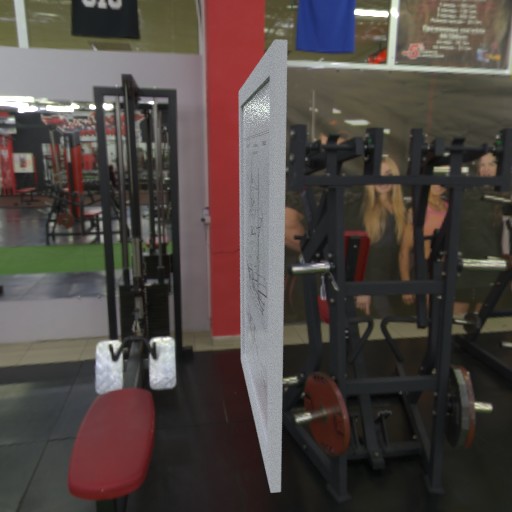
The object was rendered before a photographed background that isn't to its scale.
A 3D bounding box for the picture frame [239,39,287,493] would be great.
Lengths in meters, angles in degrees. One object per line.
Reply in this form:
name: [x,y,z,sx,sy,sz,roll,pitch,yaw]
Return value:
picture frame: [0.000,0.000,0.593,0.011,0.459,0.326,-2,13,-7]
